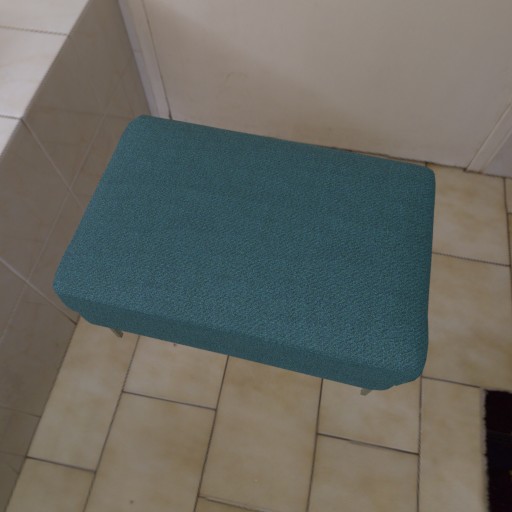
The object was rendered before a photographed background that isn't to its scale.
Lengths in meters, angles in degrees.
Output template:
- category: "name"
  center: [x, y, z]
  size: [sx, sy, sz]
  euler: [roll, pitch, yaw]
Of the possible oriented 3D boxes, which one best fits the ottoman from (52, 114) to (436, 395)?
- category: "ottoman"
  center: [0.000, 0.000, 1.225]
  size: [0.856, 0.498, 0.563]
  euler: [12, 64, 6]
